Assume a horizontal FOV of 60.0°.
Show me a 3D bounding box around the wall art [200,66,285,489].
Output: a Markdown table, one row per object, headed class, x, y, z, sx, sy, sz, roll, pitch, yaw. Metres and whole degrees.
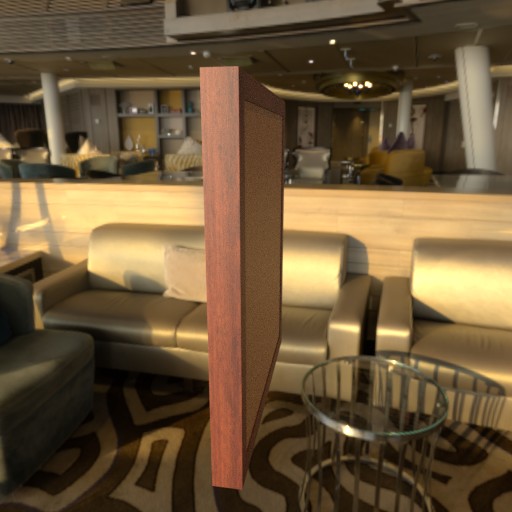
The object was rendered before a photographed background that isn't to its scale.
| class | x | y | z | sx | sy | sz | roll | pitch | yaw |
| --- | --- | --- | --- | --- | --- | --- | --- | --- | --- |
| wall art | 0.000 | 0.000 | 0.541 | 0.030 | 0.381 | 0.330 | 2 | 15 | 9 |
